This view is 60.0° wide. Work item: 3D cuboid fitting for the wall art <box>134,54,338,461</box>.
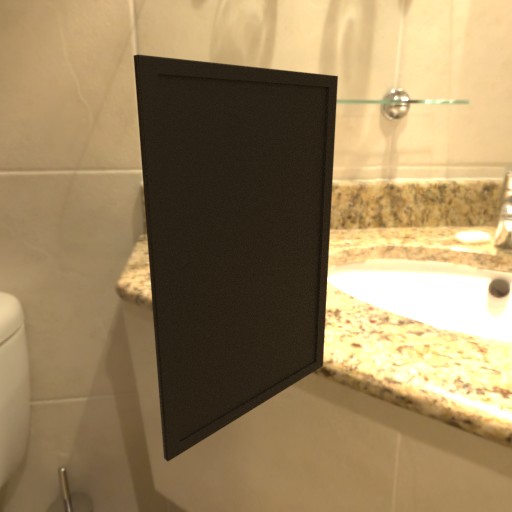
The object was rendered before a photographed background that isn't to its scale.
[{"bbox_3d":[0.000,0.000,0.841,0.451,0.661,0.012,-16,24,-42],"label":"wall art"}]
